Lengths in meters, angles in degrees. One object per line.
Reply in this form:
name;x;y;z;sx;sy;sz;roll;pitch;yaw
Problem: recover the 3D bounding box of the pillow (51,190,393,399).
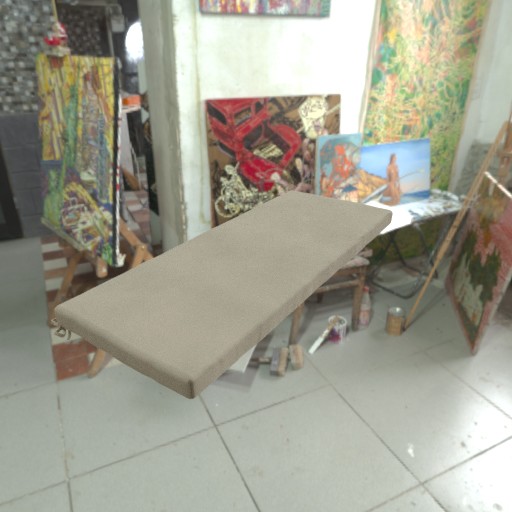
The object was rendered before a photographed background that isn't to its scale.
pillow;0.000;0.000;1.401;0.492;0.081;1.187;17;31;31
